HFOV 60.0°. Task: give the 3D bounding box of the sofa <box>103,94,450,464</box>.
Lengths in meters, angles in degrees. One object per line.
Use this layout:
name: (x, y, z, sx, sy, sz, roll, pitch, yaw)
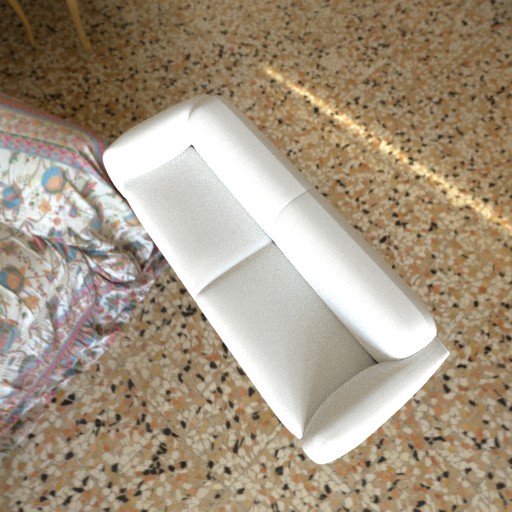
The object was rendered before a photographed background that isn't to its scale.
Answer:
sofa: (0.000, 0.000, 2.642, 0.880, 0.780, 2.257, -33, 68, -16)
